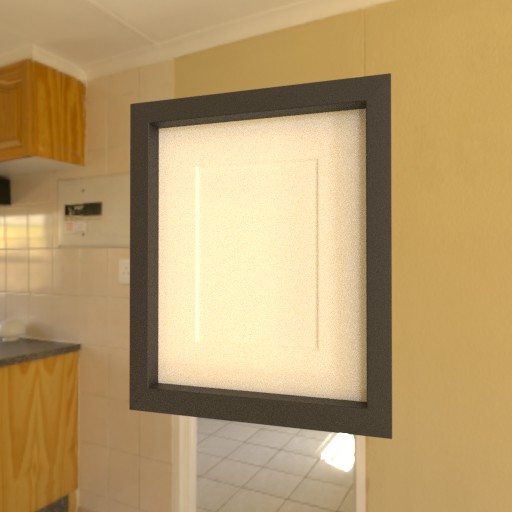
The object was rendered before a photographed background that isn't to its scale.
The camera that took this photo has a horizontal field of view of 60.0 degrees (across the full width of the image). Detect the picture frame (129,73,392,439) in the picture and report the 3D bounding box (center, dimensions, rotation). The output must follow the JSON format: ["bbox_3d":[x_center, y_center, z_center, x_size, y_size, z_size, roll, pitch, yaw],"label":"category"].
[{"bbox_3d":[0.000,0.000,0.397,0.232,0.284,0.042,0,-1,17],"label":"picture frame"}]
